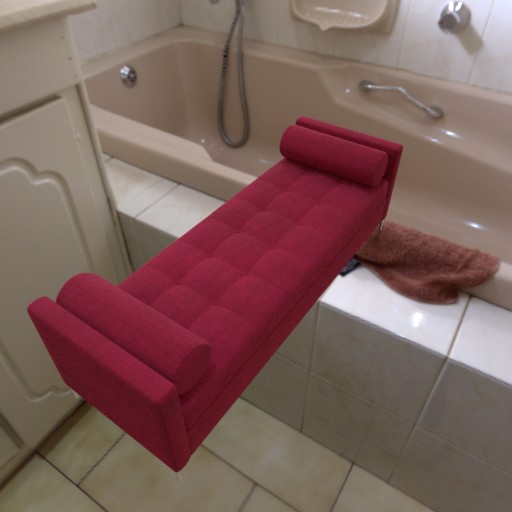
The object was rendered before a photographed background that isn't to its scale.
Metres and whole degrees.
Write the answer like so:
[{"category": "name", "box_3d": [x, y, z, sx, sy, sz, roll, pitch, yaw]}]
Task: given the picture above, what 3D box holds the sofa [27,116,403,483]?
[{"category": "sofa", "box_3d": [0.000, 0.000, 2.274, 0.686, 0.635, 1.981, 25, 48, 25]}]
